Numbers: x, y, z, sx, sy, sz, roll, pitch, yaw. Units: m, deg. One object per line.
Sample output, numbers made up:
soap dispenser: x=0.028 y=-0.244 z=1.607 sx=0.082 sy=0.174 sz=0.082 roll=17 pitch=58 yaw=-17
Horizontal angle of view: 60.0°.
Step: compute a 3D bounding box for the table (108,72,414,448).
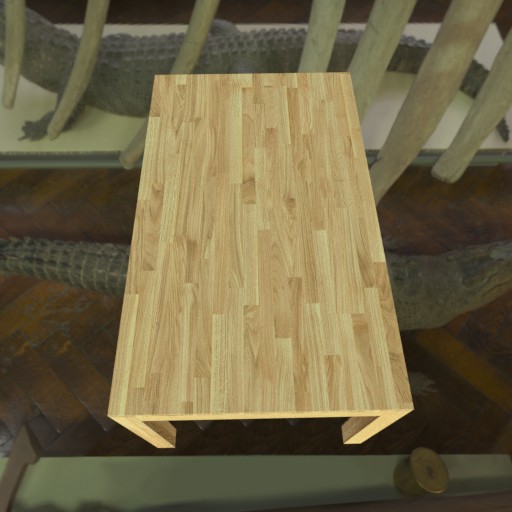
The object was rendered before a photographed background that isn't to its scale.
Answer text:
table: x=0.000 y=0.000 z=2.006 sx=0.900 sy=0.770 sz=1.500 roll=-1 pitch=60 yaw=-1
